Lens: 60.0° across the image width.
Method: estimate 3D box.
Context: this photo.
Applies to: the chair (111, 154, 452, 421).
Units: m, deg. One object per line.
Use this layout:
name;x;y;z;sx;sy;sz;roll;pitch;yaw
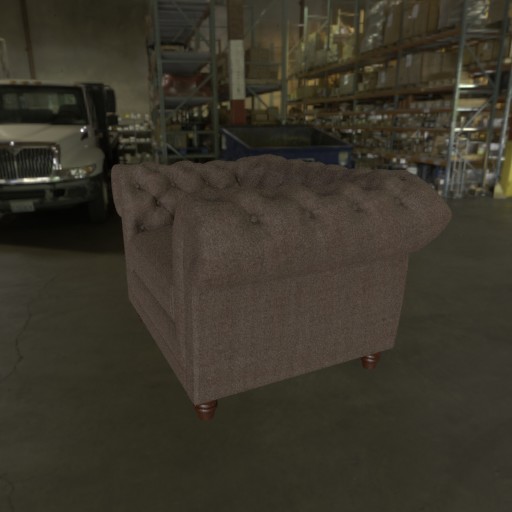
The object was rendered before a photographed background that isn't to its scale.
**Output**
chair;0.000;0.000;1.884;0.945;0.780;1.298;-8;19;-26
